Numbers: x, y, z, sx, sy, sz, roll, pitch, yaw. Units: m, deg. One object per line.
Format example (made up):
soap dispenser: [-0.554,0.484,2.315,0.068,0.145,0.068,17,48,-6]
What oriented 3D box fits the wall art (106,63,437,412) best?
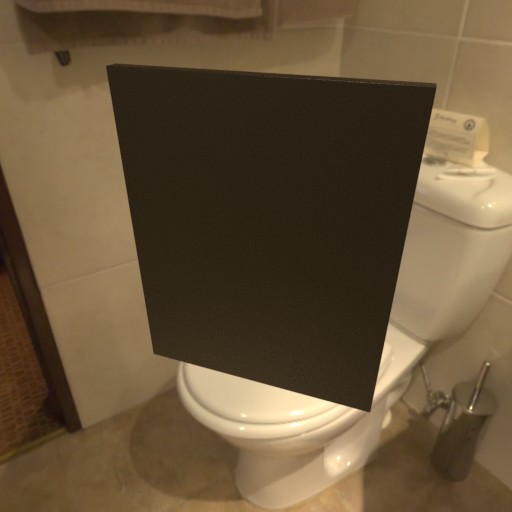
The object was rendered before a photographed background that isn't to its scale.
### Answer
wall art: [0.000,0.000,1.546,0.950,1.194,0.053,11,33,16]
